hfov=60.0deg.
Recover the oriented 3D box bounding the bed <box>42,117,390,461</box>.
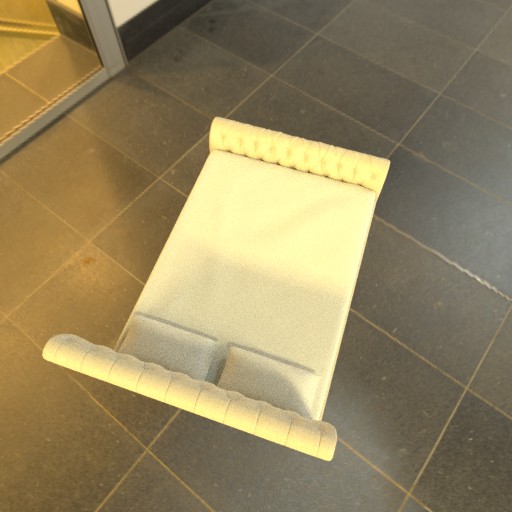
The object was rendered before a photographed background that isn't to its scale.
[{"bbox_3d":[0.000,0.000,3.338,1.606,1.268,2.493,17,64,8],"label":"bed"}]
